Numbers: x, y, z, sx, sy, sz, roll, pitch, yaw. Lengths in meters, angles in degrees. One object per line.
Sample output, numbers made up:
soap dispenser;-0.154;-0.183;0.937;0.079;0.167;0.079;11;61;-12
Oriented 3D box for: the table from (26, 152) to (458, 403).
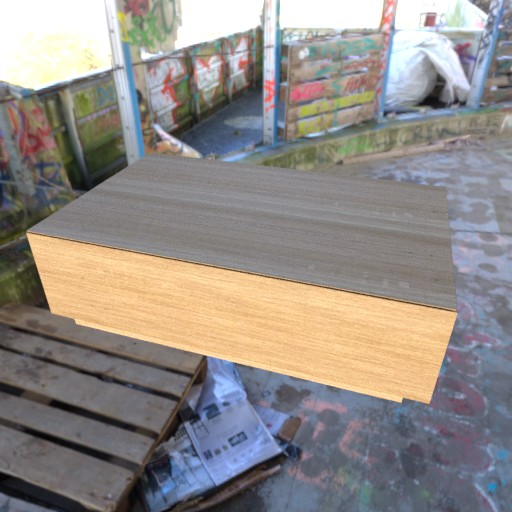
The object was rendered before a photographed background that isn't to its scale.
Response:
table;0.000;0.000;1.439;1.110;0.353;0.678;10;33;15
